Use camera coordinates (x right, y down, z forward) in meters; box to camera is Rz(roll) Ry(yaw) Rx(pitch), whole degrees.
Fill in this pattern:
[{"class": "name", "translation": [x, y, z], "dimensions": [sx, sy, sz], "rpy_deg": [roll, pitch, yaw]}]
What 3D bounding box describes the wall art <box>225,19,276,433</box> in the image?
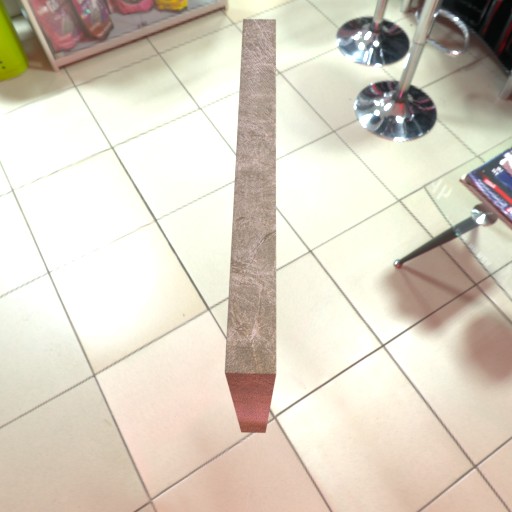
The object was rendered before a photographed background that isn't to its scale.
[{"class": "wall art", "translation": [0.000, 0.000, 0.599], "dimensions": [0.038, 0.407, 0.405], "rpy_deg": [1, 63, 1]}]
